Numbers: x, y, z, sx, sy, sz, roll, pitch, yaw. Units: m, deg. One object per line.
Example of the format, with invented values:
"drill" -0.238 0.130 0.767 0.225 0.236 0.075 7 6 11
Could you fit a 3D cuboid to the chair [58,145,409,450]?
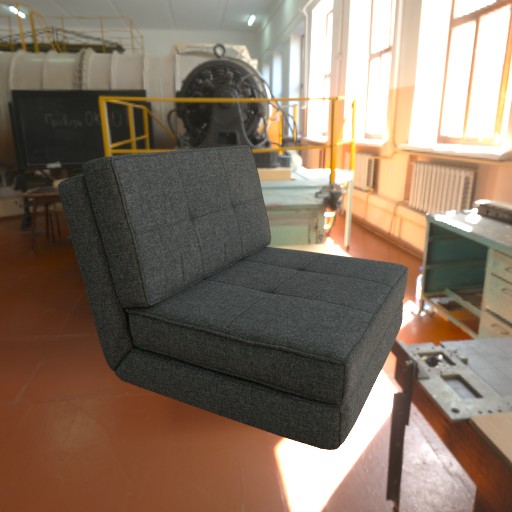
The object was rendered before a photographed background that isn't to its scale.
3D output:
"chair" 0.000 0.000 1.333 0.800 0.615 0.740 8 18 27
